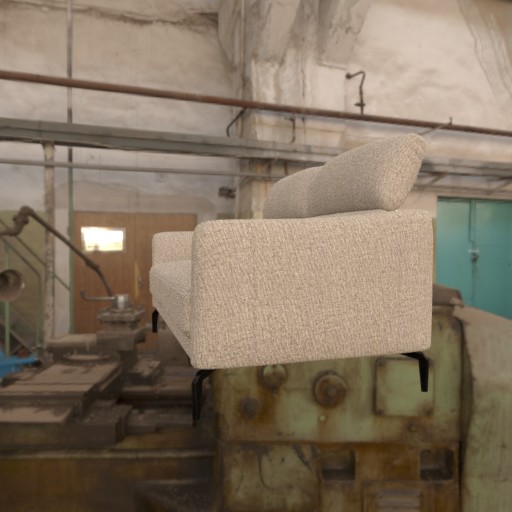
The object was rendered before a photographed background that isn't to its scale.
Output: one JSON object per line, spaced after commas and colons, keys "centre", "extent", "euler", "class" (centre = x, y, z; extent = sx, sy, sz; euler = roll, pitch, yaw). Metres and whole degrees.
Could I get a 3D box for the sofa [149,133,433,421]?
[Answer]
{"centre": [0.000, 0.000, 2.121], "extent": [0.905, 0.950, 1.540], "euler": [0, 2, -18], "class": "sofa"}
